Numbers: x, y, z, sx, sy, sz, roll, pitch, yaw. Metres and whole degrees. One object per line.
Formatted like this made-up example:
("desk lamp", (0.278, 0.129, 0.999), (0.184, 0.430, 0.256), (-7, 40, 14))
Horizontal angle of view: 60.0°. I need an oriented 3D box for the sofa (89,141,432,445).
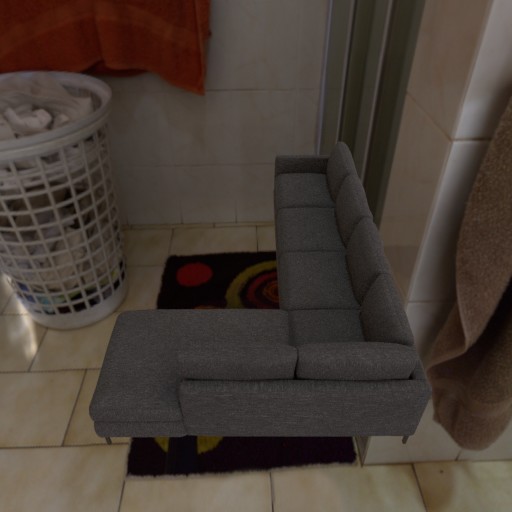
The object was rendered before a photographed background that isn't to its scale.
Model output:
("sofa", (0.000, 0.000, 3.729), (2.007, 0.815, 2.949), (0, 39, 0))
